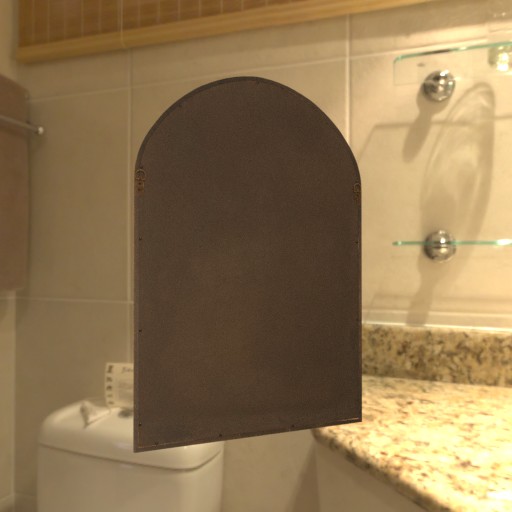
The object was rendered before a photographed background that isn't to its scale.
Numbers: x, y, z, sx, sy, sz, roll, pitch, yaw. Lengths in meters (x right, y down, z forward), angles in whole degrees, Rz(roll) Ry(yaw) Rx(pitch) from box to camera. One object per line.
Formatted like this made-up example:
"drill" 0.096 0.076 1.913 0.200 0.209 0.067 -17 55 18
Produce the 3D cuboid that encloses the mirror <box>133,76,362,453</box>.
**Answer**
"mirror" 0.000 0.000 1.143 0.609 0.915 0.032 0 -1 -19
